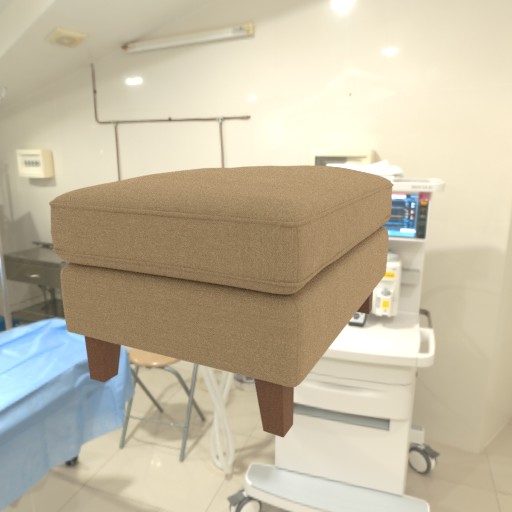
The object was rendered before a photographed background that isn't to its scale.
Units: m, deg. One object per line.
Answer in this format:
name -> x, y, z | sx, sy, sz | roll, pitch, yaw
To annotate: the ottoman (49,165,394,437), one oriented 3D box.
ottoman -> 0.000, 0.000, 1.315 | 0.636, 0.521, 0.945 | 7, 15, 26
